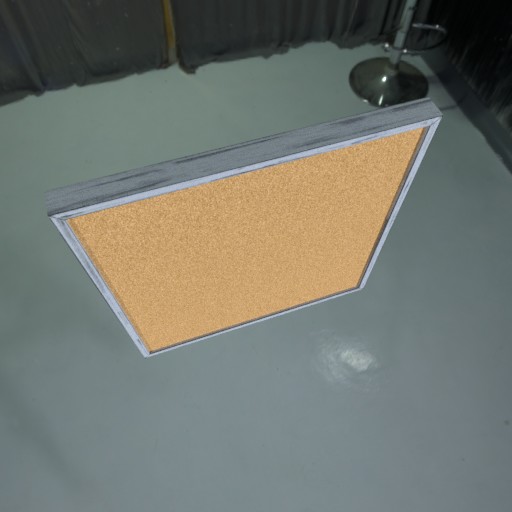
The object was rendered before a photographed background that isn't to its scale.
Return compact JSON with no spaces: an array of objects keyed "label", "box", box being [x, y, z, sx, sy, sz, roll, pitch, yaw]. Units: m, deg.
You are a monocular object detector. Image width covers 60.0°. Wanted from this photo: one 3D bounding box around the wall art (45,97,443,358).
[{"label":"wall art","box":[0.000,0.000,0.764,0.506,0.506,0.038,-16,60,-10]}]
